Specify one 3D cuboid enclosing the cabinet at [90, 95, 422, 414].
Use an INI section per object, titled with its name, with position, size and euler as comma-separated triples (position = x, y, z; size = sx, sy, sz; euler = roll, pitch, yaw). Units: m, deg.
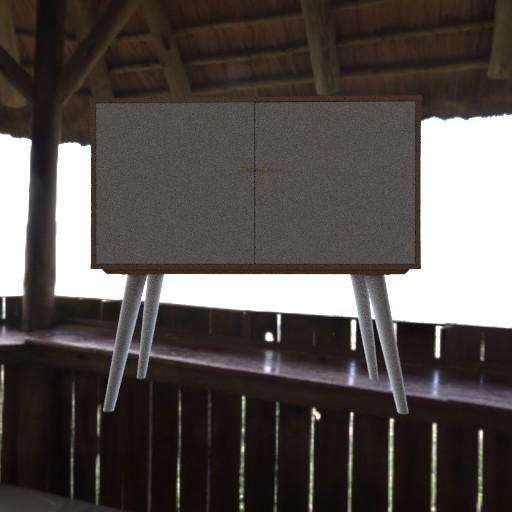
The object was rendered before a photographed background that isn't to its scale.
[cabinet]
position = 0.000, 0.000, 1.635
size = 1.057, 1.016, 0.470
euler = 0, 0, 1
